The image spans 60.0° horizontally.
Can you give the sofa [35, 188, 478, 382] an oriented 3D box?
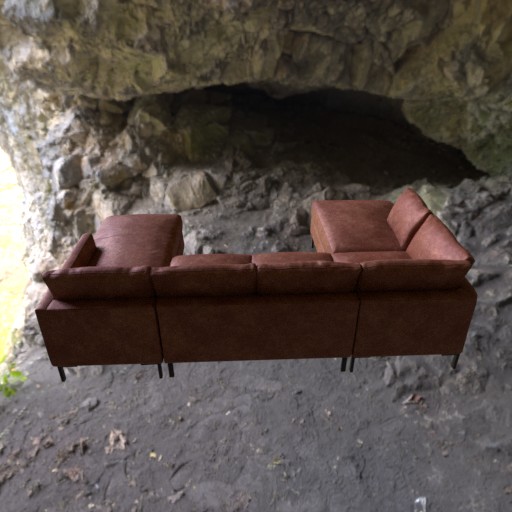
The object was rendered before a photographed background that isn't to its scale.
[{"bbox_3d":[0.000,0.000,3.814,2.956,0.900,1.939,-1,31,-2],"label":"sofa"}]
